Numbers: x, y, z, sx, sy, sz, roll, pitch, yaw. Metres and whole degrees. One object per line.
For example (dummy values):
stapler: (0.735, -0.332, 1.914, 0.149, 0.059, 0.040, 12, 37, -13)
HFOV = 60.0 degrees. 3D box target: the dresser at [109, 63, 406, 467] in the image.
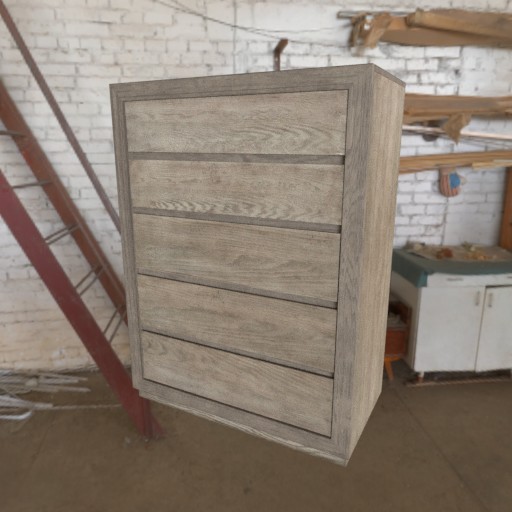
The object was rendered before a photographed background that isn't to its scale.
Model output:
dresser: (0.000, 0.000, 1.773, 0.967, 1.295, 0.483, 8, 16, 27)
